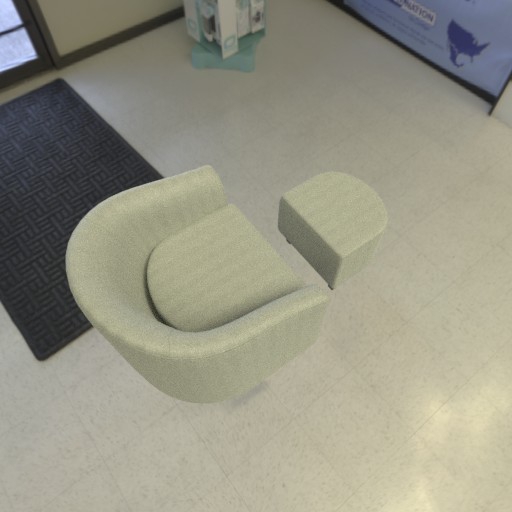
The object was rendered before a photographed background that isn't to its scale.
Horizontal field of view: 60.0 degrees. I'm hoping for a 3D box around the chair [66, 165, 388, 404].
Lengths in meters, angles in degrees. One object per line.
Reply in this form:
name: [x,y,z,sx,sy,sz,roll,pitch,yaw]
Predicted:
chair: [0.000,0.000,1.780,1.288,0.757,0.756,-31,63,-18]
